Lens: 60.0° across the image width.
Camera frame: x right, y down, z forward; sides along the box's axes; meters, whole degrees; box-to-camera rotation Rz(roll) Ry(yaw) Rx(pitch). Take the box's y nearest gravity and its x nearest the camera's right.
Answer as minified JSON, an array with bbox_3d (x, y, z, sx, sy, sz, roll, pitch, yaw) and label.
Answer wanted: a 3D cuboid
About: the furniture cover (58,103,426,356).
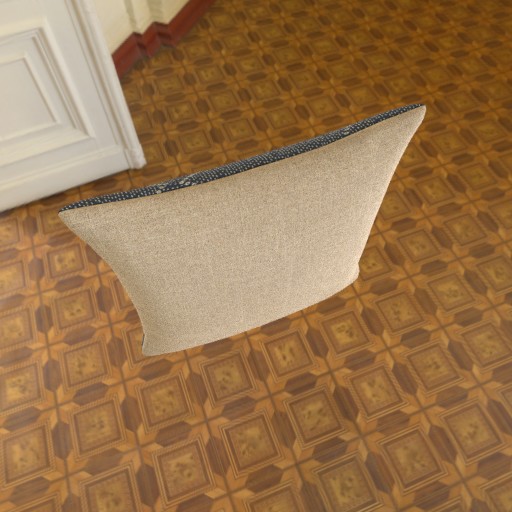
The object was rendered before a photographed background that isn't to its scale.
[{"bbox_3d":[0.000,0.000,0.777,0.511,0.503,0.162,-19,60,-11],"label":"furniture cover"}]
